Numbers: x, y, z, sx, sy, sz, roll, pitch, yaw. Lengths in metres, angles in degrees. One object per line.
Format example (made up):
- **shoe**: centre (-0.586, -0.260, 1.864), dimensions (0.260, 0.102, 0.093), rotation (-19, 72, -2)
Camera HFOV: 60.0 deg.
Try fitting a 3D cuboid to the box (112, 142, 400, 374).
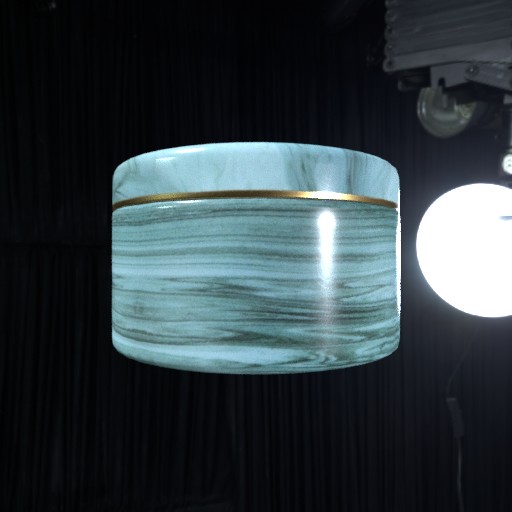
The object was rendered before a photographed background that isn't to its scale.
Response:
- **box**: centre (0.000, 0.000, 0.164), dimensions (0.101, 0.063, 0.101), rotation (0, 0, 0)
